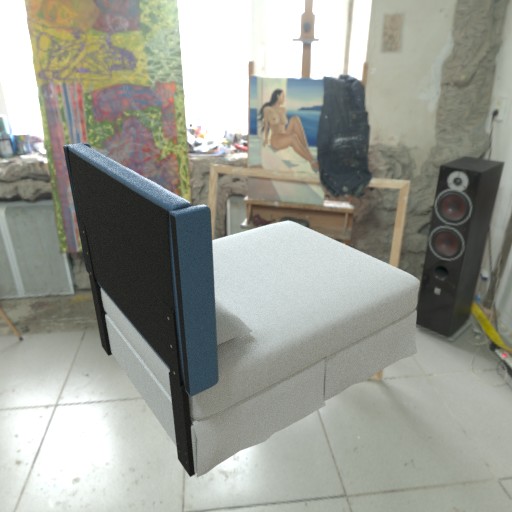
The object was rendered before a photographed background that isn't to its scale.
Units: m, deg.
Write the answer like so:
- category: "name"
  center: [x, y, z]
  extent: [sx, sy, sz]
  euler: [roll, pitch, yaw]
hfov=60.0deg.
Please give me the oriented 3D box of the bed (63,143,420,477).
- category: "bed"
  center: [0.000, 0.000, 3.332]
  extent: [2.078, 1.665, 1.719]
  euler: [-18, 31, -32]
